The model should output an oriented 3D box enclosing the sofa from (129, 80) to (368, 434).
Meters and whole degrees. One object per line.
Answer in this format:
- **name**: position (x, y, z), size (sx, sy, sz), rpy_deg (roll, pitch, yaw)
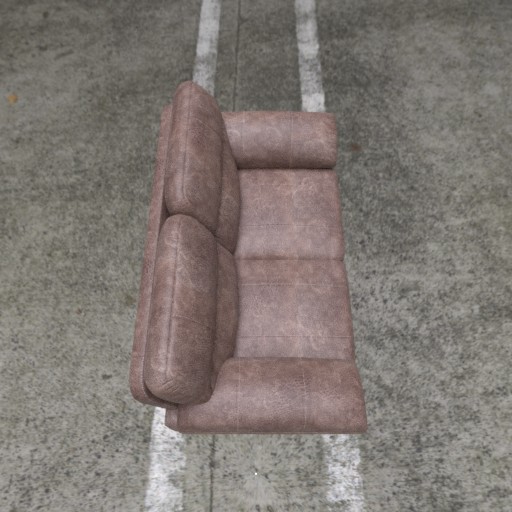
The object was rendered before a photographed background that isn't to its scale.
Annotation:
- **sofa**: position (0.000, 0.000, 2.330), size (0.991, 0.991, 1.753), rpy_deg (0, 64, 0)
